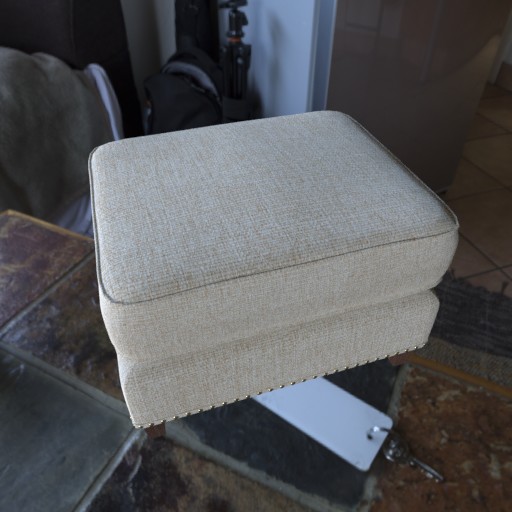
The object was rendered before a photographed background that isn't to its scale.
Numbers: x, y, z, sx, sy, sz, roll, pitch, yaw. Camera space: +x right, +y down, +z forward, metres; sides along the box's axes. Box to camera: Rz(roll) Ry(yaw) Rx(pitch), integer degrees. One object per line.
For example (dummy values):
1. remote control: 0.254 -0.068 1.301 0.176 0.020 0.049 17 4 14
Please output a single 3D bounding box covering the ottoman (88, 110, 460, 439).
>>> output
1. ottoman: 0.000 0.000 1.122 0.738 0.537 0.589 -12 44 -13
